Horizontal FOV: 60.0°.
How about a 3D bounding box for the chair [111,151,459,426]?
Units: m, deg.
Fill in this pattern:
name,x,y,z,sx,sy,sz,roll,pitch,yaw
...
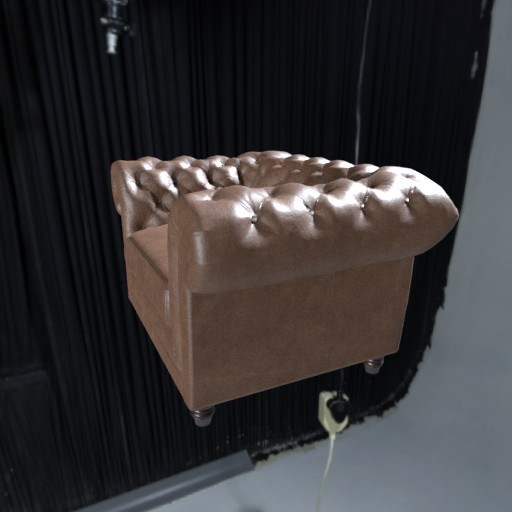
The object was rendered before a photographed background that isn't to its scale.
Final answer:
name,x,y,z,sx,sy,sz,roll,pitch,yaw
chair,0.000,0.000,1.838,0.954,0.784,1.298,-8,19,-25
